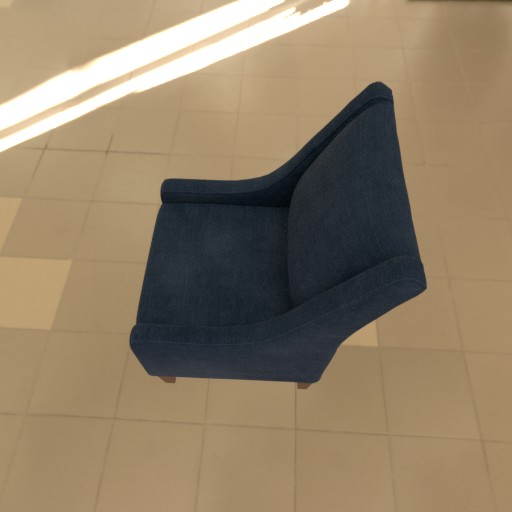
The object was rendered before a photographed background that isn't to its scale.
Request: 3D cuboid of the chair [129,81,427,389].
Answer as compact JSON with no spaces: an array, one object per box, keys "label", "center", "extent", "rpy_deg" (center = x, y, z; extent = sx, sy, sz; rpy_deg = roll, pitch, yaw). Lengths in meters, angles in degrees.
[{"label":"chair","center":[0.000,0.000,1.672],"extent":[0.870,1.014,0.774],"rpy_deg":[2,58,1]}]
